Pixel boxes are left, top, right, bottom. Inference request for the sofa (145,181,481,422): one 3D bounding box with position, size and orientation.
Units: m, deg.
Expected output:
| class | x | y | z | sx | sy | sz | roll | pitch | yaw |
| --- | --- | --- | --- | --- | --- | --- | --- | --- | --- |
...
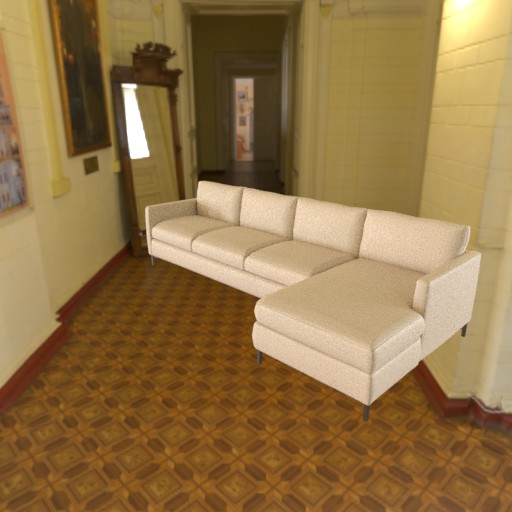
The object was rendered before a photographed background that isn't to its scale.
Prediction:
| class | x | y | z | sx | sy | sz | roll | pitch | yaw |
| --- | --- | --- | --- | --- | --- | --- | --- | --- | --- |
| sofa | 0.000 | 0.000 | 3.248 | 1.258 | 0.755 | 2.731 | -17 | 24 | -42 |
